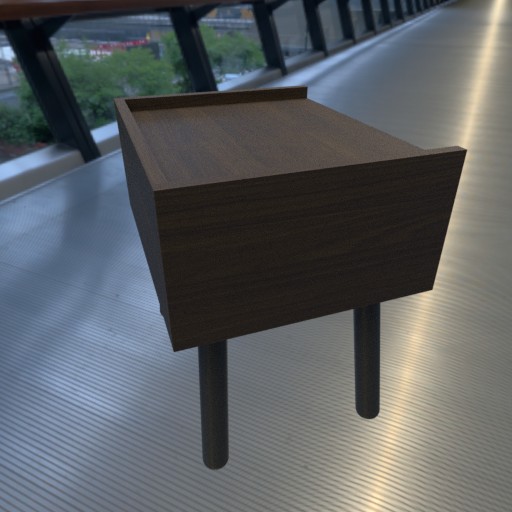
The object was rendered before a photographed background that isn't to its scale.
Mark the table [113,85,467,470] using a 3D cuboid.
[{"bbox_3d":[0.000,0.000,0.773,0.370,0.470,0.450,-11,32,-17],"label":"table"}]
